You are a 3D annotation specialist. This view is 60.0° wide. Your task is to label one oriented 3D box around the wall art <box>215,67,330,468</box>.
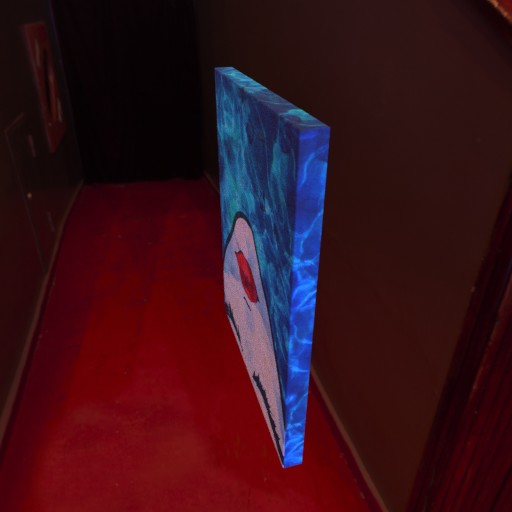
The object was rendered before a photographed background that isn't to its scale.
[{"bbox_3d":[0.000,0.000,0.888,0.038,0.635,0.508,-8,32,-14],"label":"wall art"}]
